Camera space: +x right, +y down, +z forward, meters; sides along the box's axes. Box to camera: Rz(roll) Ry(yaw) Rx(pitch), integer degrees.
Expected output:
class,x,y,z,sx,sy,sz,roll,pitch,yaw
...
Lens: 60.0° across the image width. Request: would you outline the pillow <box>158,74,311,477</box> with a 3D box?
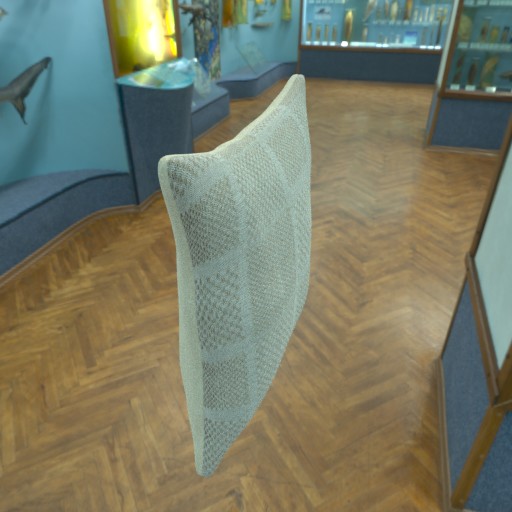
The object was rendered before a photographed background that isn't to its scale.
class,x,y,z,sx,sy,sz,roll,pitch,yaw
pillow,0.000,0.000,0.645,0.138,0.432,0.436,10,33,16
